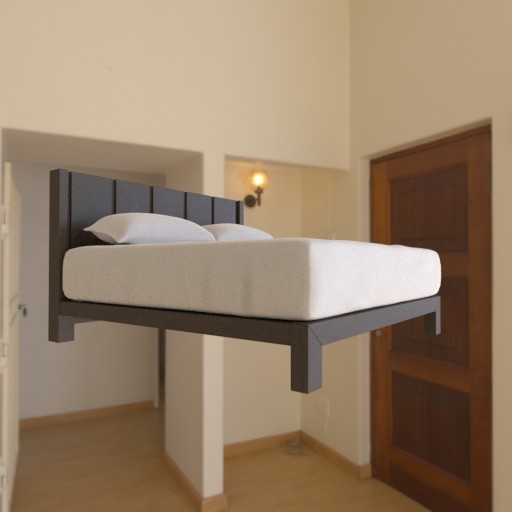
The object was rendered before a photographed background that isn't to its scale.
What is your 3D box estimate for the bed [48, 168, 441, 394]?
[{"bbox_3d":[0.000,0.000,3.457,2.238,1.261,2.143,-1,-1,37],"label":"bed"}]
